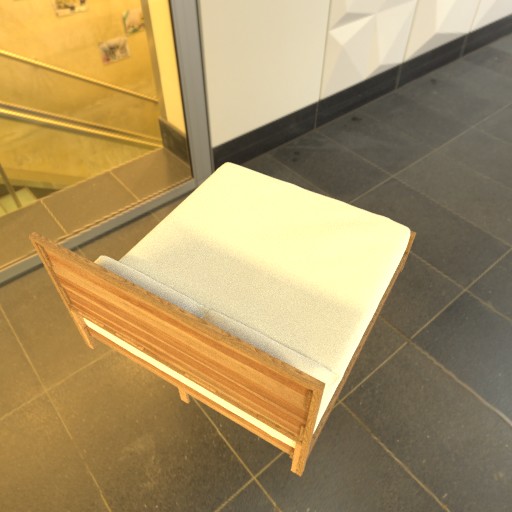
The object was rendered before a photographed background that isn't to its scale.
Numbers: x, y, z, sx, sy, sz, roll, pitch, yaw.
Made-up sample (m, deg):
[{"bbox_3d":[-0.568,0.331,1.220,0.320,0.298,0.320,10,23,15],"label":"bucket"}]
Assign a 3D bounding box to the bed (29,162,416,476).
[{"bbox_3d":[0.000,0.000,3.534,2.013,1.295,2.184,24,52,20],"label":"bed"}]
